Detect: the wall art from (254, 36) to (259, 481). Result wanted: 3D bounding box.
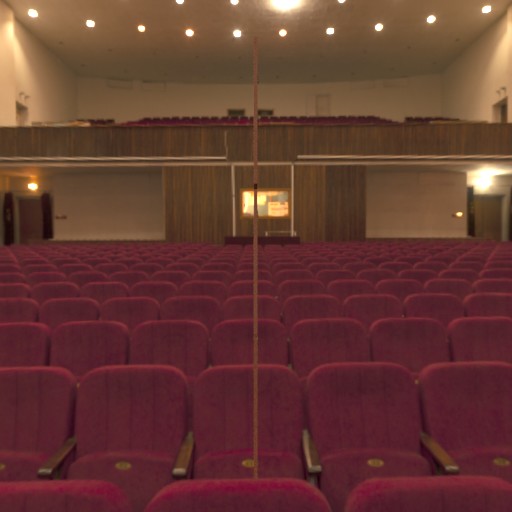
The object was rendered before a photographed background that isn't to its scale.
[{"bbox_3d":[0.000,0.000,2.292,0.019,1.532,1.533,0,1,0],"label":"wall art"}]
